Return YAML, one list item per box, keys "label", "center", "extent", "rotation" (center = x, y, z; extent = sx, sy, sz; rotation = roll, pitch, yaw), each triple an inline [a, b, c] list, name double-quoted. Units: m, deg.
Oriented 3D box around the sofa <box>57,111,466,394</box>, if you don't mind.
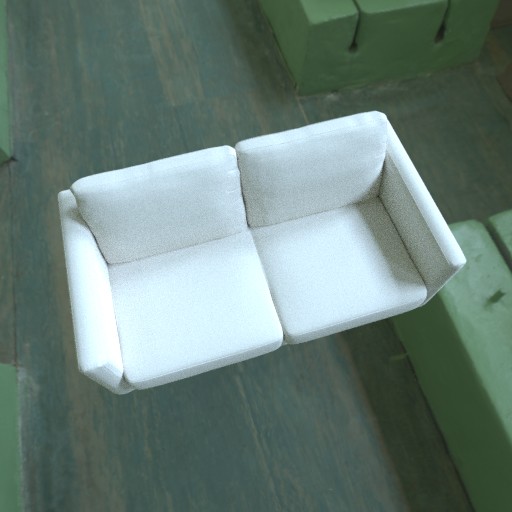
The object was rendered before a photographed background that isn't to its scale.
- label: "sofa"
  center: [0.000, 0.000, 2.236]
  extent: [1.713, 0.893, 0.940]
  rotation: [-15, 65, -7]
